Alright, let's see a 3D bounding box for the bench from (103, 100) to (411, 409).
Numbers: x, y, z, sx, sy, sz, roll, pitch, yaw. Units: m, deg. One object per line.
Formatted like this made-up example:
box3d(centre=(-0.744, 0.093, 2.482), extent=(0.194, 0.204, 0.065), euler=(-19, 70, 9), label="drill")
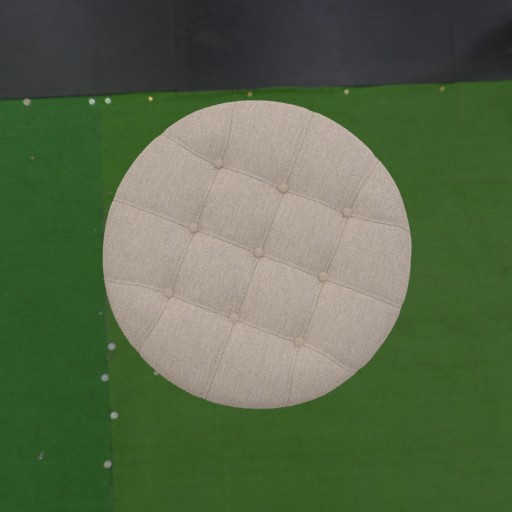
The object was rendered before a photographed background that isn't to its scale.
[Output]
box3d(centre=(0.000, 0.000, 1.023), extent=(0.600, 0.454, 0.600), euler=(0, 88, -1), label="bench")
